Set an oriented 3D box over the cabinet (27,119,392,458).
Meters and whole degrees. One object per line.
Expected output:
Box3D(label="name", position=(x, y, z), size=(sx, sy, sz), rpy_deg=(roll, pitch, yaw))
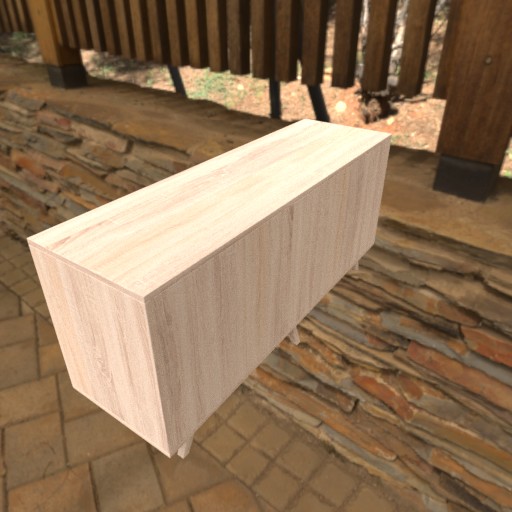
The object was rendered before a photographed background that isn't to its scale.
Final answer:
Box3D(label="cabinet", position=(0.000, 0.000, 1.968), size=(0.500, 0.780, 1.650), rpy_deg=(20, 37, 29))
